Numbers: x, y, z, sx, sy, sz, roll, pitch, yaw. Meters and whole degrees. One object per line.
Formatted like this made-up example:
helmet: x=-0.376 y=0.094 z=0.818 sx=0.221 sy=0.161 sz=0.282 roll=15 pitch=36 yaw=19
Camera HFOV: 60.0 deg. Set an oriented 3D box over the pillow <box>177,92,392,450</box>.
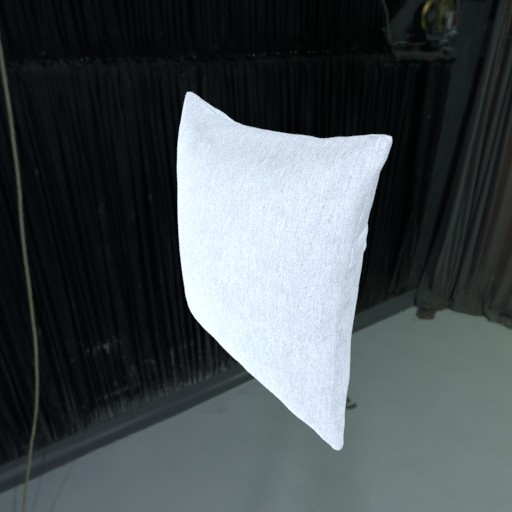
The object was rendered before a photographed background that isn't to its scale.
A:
pillow: x=0.000 y=0.000 z=0.683 sx=0.173 sy=0.436 sz=0.433 roll=-17 pitch=32 yaw=-31
